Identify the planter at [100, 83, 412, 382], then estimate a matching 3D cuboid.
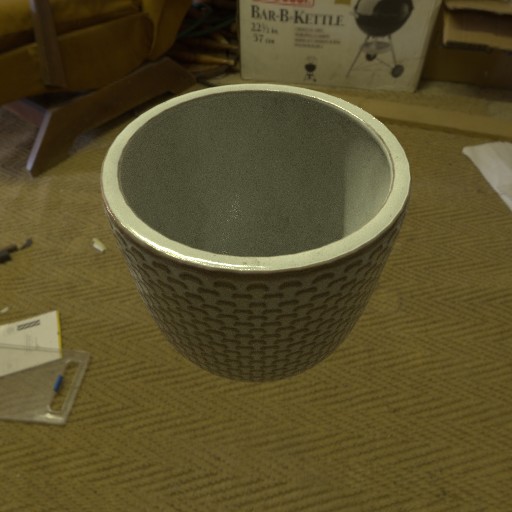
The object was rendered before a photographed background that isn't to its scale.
[{"bbox_3d":[0.000,0.000,0.352,0.197,0.191,0.197,0,48,0],"label":"planter"}]
